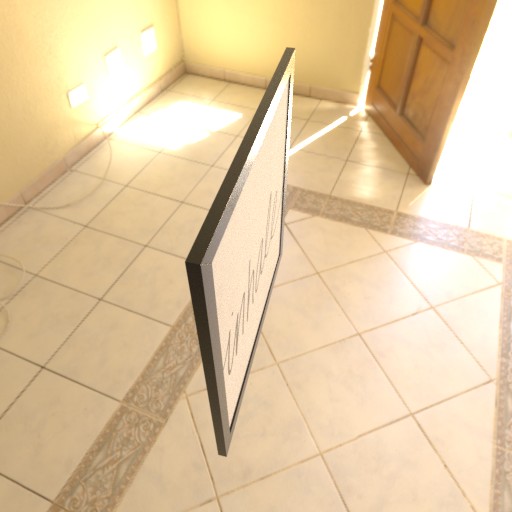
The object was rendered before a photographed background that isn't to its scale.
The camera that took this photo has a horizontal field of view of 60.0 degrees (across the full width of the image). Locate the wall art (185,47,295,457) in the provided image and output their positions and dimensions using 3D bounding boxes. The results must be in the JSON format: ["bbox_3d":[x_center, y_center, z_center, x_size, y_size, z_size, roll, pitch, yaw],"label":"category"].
[{"bbox_3d":[0.000,0.000,0.673,0.014,0.445,0.446,10,48,9],"label":"wall art"}]
